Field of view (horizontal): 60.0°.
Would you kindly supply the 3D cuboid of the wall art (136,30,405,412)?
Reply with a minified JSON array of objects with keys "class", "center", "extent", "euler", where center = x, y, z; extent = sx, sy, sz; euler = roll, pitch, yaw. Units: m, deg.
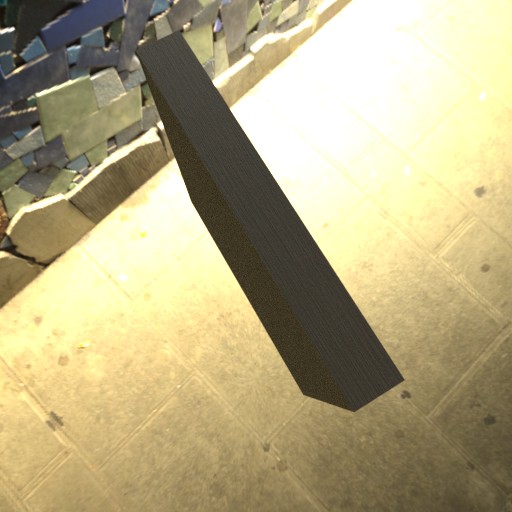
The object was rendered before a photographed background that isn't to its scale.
[{"class":"wall art","center":[0.000,0.000,0.455],"extent":[0.038,0.303,0.304],"euler":[-29,77,-8]}]
